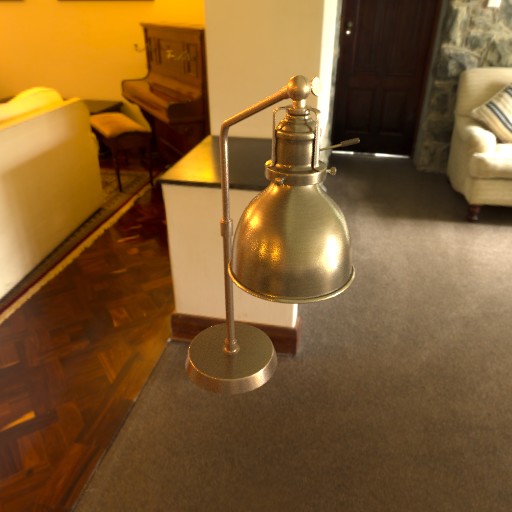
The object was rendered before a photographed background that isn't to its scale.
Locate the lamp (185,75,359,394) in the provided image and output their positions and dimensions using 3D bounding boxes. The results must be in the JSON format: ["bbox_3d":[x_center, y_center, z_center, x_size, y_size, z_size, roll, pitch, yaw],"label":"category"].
[{"bbox_3d":[0.000,0.000,0.582,0.153,0.456,0.286,-21,36,-33],"label":"lamp"}]
